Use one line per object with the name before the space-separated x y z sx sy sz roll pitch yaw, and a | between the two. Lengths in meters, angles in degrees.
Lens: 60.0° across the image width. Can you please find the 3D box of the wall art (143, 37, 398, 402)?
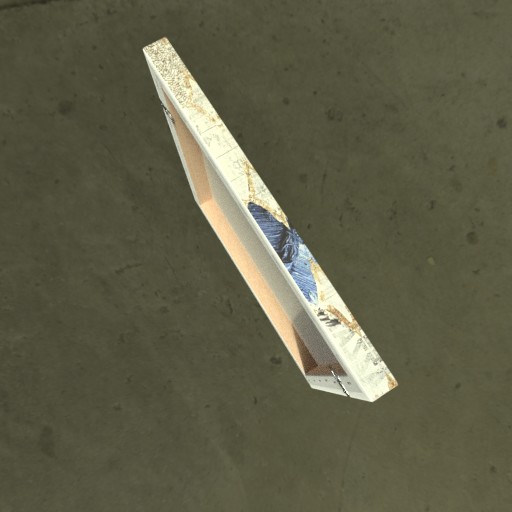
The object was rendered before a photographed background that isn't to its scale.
wall art | 0.000 0.000 0.756 0.038 0.508 0.507 -31 77 -8
